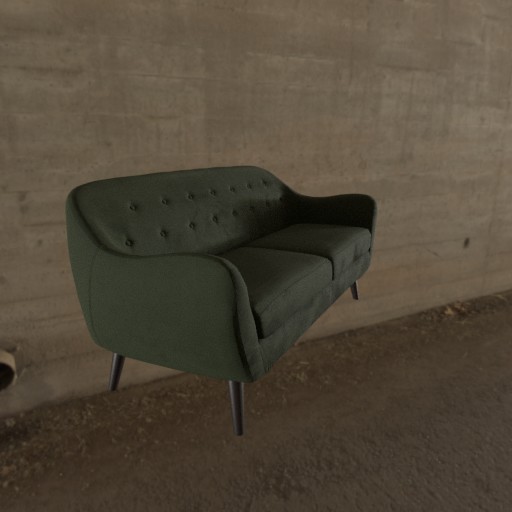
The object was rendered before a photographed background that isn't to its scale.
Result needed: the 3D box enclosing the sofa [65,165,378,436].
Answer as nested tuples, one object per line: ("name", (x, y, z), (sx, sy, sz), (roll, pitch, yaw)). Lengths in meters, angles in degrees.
("sofa", (0.000, 0.000, 2.228), (0.820, 0.836, 1.840), (7, 16, 26))
